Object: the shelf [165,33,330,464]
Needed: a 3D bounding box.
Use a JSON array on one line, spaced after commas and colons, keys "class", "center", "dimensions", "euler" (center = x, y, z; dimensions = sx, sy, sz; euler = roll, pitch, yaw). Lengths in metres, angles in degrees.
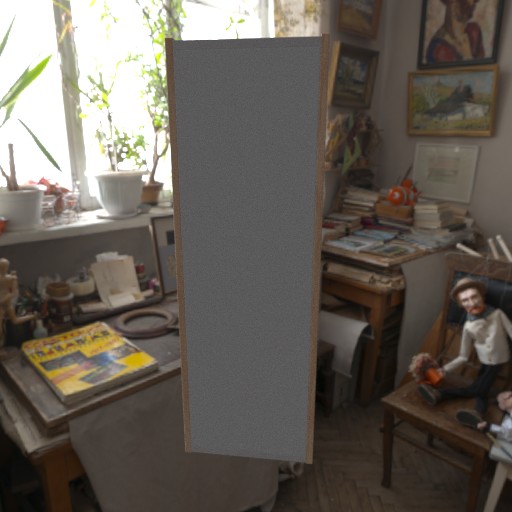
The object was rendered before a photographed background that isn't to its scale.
[{"class": "shelf", "center": [0.000, 0.000, 1.053], "dimensions": [0.300, 0.900, 0.290], "euler": [2, 16, 7]}]
